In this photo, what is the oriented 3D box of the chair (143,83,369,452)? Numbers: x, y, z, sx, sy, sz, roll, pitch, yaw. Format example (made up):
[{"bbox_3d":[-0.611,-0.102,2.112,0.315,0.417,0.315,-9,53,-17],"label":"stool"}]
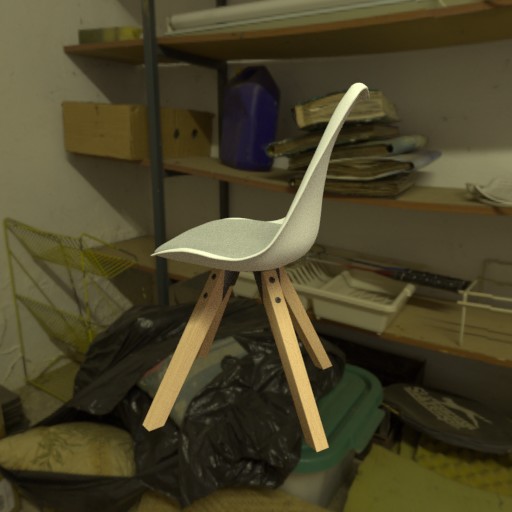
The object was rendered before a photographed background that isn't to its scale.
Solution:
[{"bbox_3d":[0.000,0.000,1.212,0.550,0.850,0.485,3,15,10],"label":"chair"}]
